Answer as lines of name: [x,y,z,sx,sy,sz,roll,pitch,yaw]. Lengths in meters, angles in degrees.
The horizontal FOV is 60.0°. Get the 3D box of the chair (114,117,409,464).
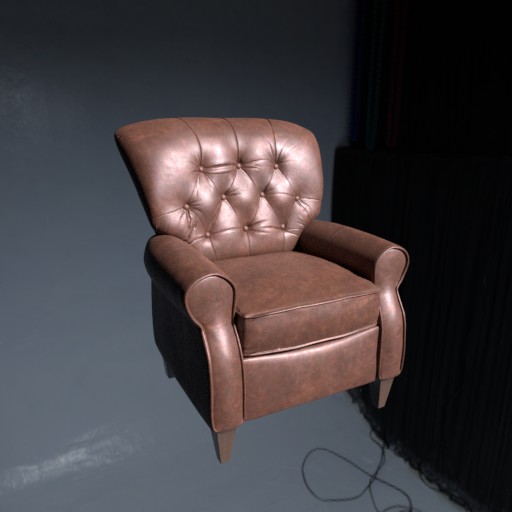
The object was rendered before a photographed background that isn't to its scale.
chair: [0.000,0.000,1.909,0.979,1.162,1.031,-8,17,-26]
